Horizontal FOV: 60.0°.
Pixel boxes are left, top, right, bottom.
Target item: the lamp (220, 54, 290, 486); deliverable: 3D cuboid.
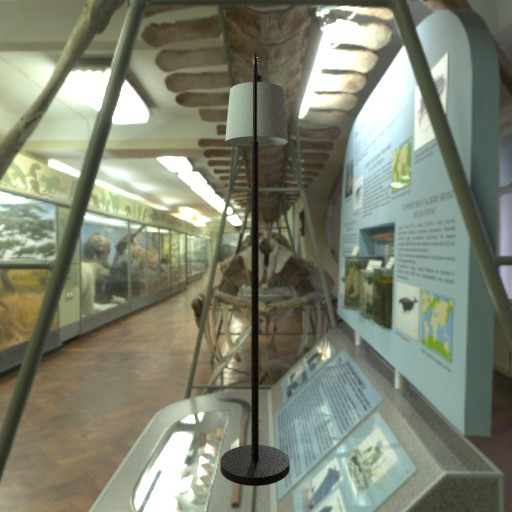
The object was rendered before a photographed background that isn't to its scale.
[{"bbox_3d":[0.000,0.000,1.675,0.254,1.478,0.508,0,0,1],"label":"lamp"}]
